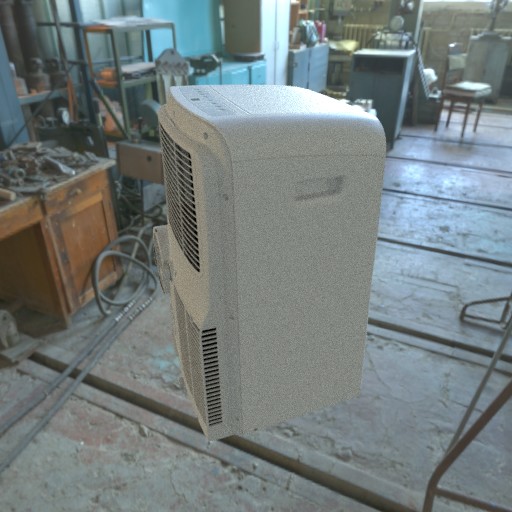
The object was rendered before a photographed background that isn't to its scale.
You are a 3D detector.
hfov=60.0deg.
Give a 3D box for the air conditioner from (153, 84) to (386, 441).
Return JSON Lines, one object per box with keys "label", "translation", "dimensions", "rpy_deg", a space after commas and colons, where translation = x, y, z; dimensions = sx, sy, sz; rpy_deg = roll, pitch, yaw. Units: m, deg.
{"label": "air conditioner", "translation": [0.000, 0.000, 1.103], "dimensions": [0.467, 0.765, 0.478], "rpy_deg": [-10, 32, -17]}
